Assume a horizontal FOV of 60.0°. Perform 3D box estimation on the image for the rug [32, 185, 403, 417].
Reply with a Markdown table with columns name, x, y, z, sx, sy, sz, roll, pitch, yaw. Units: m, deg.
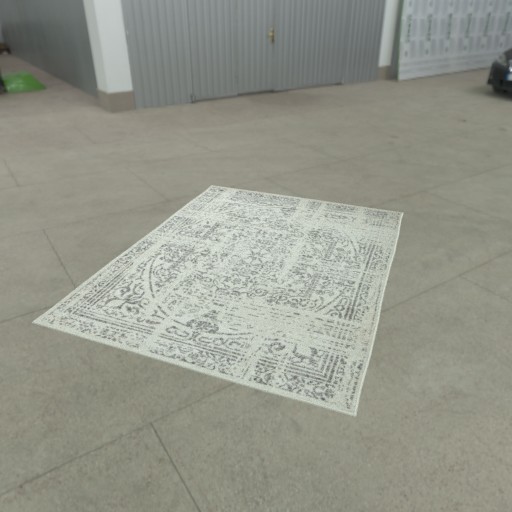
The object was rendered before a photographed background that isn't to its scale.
| name | x | y | z | sx | sy | sz | roll | pitch | yaw |
| --- | --- | --- | --- | --- | --- | --- | --- | --- | --- |
| rug | 0.000 | 0.000 | 3.971 | 2.311 | 0.032 | 2.921 | 11 | 32 | 18 |
